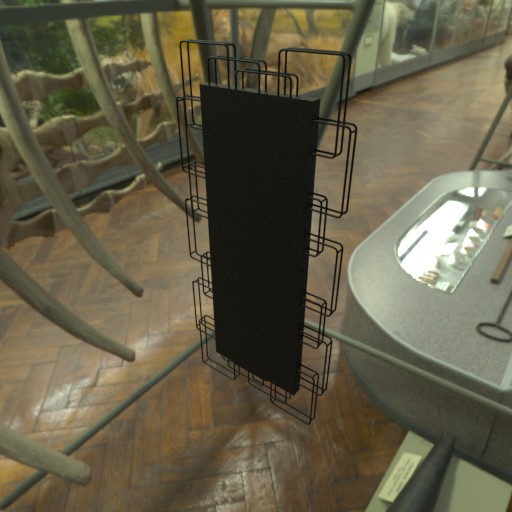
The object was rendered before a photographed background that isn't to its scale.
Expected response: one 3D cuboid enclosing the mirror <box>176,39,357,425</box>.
[{"bbox_3d":[0.000,0.000,1.382,0.565,1.192,0.037,21,37,31],"label":"mirror"}]
